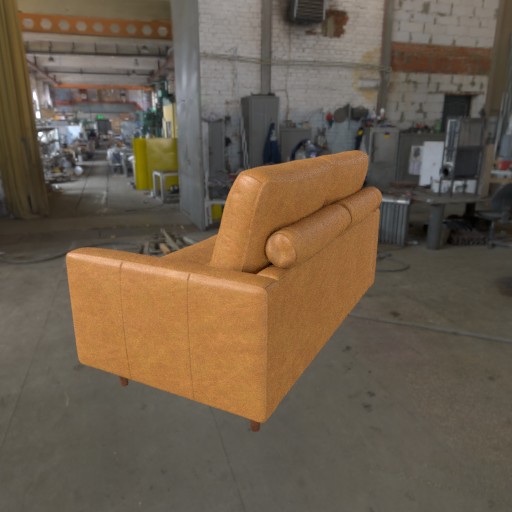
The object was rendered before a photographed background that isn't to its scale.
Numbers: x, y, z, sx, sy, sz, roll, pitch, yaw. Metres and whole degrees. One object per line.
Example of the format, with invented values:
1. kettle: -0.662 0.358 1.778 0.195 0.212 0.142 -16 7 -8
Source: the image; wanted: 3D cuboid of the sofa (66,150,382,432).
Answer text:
1. sofa: 0.000 0.000 2.016 0.868 0.898 1.430 8 18 26
